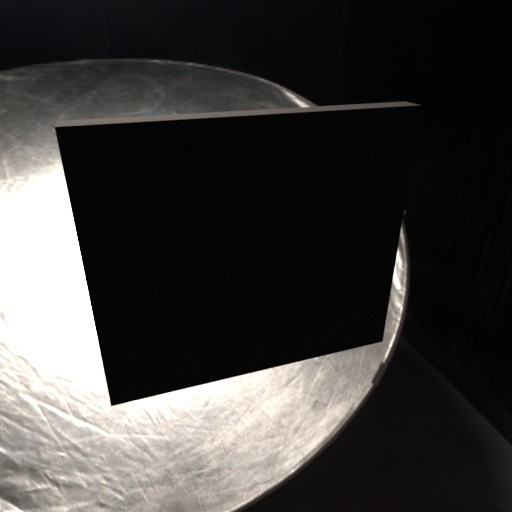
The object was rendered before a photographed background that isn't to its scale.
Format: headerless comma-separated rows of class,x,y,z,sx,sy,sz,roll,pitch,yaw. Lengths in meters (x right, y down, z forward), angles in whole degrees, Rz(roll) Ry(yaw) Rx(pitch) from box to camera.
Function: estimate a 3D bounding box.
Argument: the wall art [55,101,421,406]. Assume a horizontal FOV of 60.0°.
wall art,0.000,0.000,0.528,0.381,0.330,0.031,-9,28,-17
